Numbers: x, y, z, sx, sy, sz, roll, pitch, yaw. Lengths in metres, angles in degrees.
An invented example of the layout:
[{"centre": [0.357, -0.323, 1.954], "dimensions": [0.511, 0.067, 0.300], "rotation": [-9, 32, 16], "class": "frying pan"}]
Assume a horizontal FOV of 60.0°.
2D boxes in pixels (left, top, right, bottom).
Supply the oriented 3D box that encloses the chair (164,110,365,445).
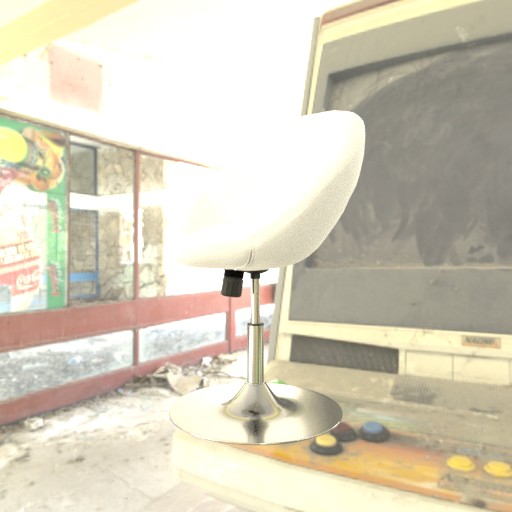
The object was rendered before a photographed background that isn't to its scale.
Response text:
[{"centre": [0.000, 0.000, 1.824], "dimensions": [0.736, 1.261, 0.940], "rotation": [0, 0, -36], "class": "chair"}]
